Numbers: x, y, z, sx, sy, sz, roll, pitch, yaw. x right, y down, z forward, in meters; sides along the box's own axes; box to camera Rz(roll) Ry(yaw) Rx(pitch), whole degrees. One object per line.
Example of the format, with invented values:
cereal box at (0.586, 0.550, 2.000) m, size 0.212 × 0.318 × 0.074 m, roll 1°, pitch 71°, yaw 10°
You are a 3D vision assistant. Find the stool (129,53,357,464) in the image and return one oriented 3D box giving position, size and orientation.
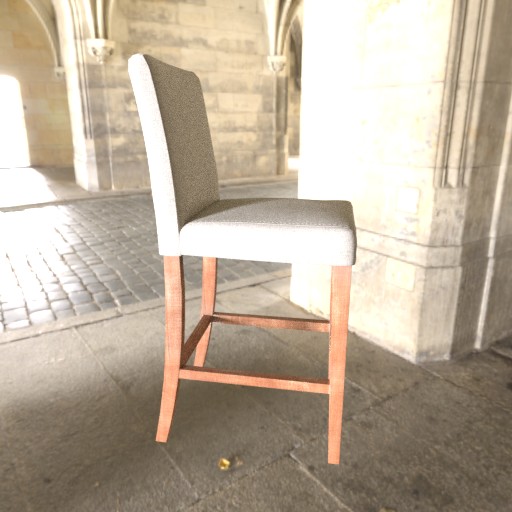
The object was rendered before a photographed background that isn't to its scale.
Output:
stool at (0.000, 0.000, 1.345) m, size 0.570 × 1.088 × 0.439 m, roll 3°, pitch 17°, yaw 9°
